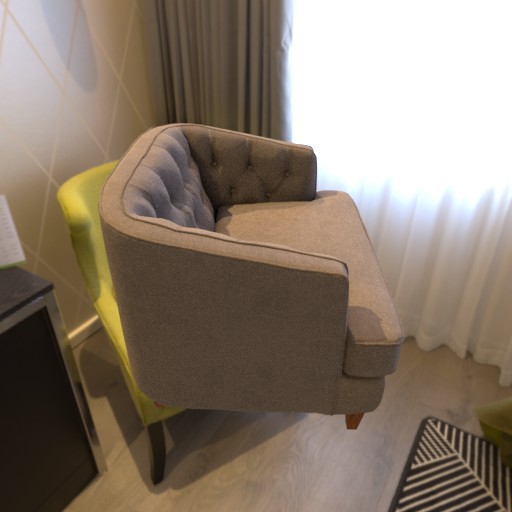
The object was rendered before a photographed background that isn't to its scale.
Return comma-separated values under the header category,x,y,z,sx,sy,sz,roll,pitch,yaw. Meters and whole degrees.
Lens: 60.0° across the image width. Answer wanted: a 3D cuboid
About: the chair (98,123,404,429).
category,x,y,z,sx,sy,sz,roll,pitch,yaw
chair,0.000,0.000,1.776,0.941,0.852,1.104,1,32,1
